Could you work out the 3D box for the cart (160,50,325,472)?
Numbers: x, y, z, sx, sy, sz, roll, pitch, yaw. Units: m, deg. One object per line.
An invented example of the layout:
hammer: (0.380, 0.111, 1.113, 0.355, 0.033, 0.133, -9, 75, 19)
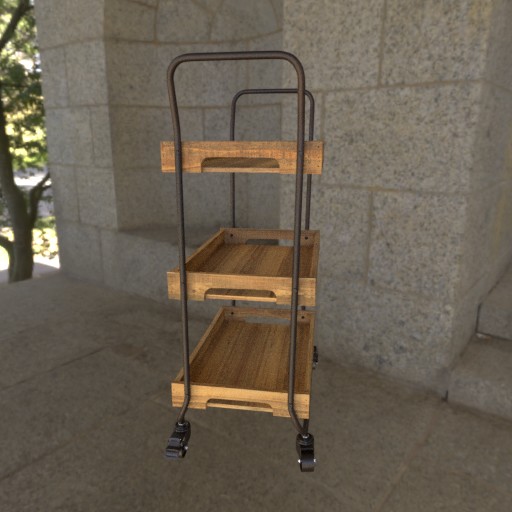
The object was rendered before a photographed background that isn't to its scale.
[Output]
cart: (0.000, 0.000, 1.126, 0.339, 0.857, 0.583, 2, 15, 9)
